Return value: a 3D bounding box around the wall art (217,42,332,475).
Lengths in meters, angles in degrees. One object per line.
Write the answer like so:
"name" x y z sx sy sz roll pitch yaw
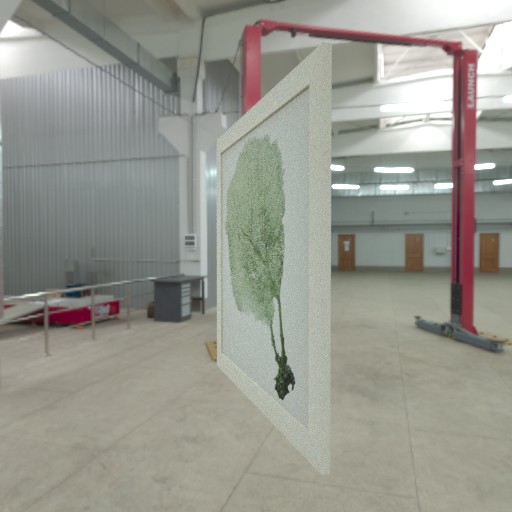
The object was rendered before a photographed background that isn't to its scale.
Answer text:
"wall art" 0.000 0.000 0.878 0.013 0.584 0.584 0 1 -19
